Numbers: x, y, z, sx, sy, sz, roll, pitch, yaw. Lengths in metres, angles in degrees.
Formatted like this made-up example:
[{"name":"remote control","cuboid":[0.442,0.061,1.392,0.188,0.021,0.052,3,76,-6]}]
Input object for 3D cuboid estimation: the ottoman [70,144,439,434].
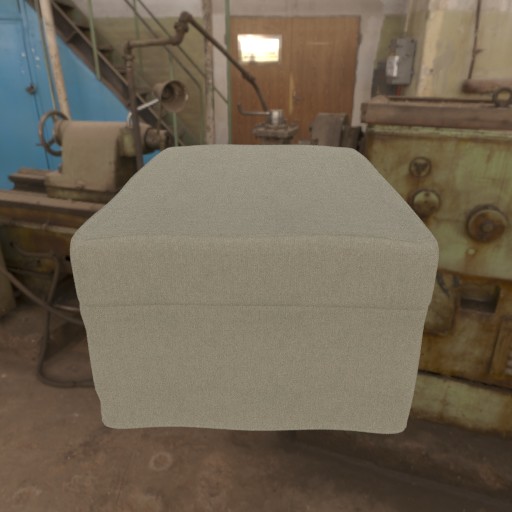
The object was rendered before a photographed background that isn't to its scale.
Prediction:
[{"name":"ottoman","cuboid":[0.000,0.000,1.198,0.648,0.461,0.833,1,24,1]}]
